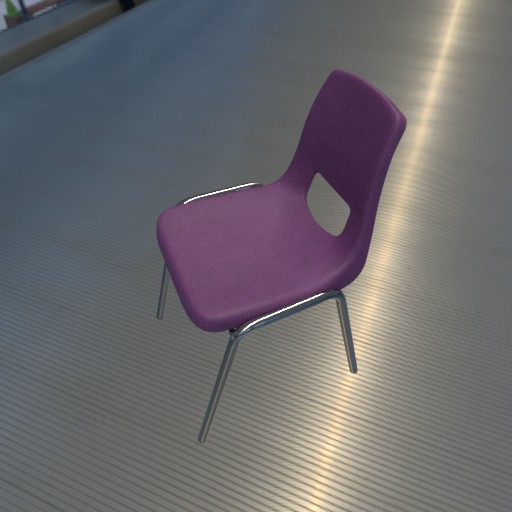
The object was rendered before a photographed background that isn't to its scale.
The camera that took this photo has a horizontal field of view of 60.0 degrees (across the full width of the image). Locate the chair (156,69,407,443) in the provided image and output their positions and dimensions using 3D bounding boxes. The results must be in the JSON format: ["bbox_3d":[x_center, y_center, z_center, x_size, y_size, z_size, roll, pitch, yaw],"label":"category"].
[{"bbox_3d":[0.000,0.000,0.918,0.432,0.654,0.381,-17,48,-16],"label":"chair"}]
